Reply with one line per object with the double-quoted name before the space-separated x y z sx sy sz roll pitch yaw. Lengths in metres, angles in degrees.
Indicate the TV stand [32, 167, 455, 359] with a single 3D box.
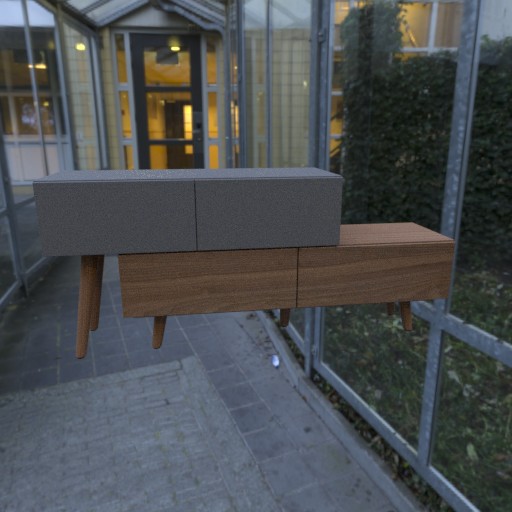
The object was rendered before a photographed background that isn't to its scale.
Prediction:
"TV stand" 0.000 0.000 1.587 1.336 0.591 0.329 -2 16 -8
